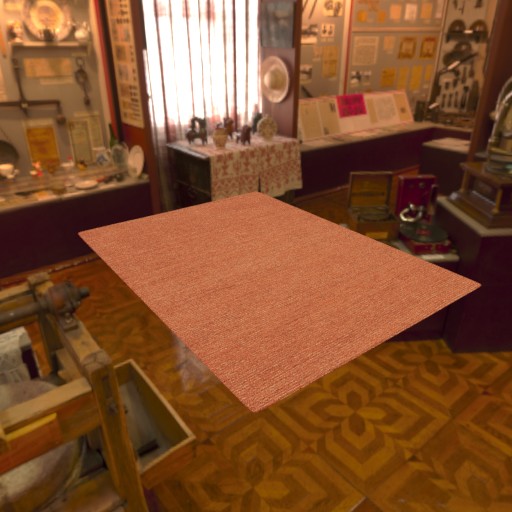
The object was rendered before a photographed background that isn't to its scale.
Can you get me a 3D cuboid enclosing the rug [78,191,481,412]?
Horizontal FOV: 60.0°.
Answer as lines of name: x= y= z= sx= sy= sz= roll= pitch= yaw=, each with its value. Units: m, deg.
rug: x=0.000 y=0.000 z=2.809 sx=1.594 sy=0.009 sz=2.112 roll=-18 pitch=32 yaw=-32
